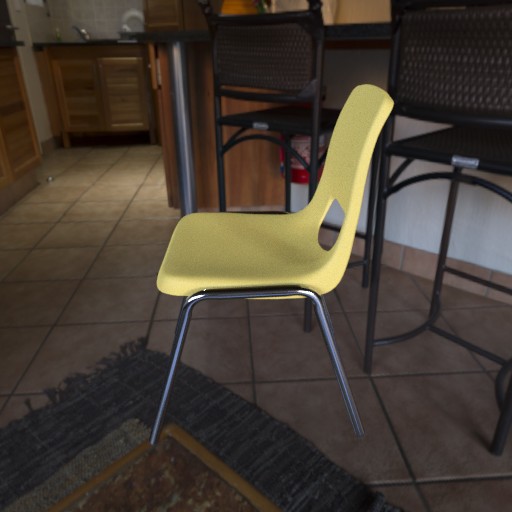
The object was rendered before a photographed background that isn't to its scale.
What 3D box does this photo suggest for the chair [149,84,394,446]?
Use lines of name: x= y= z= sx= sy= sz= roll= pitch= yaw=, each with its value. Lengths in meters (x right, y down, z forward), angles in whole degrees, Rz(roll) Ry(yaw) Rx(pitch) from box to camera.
chair: x=0.000 y=0.000 z=0.908 sx=0.436 sy=0.653 sz=0.381 roll=-1 pitch=26 yaw=-1
